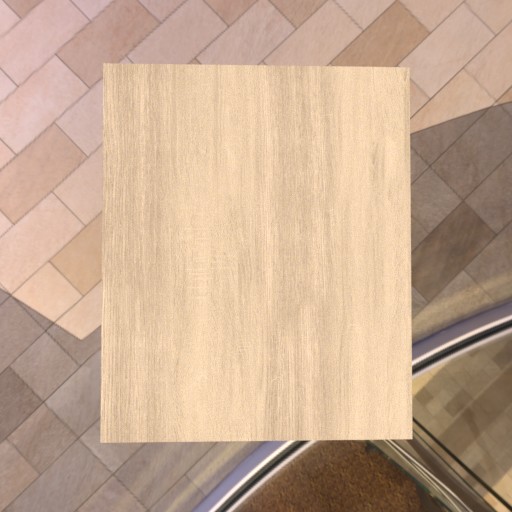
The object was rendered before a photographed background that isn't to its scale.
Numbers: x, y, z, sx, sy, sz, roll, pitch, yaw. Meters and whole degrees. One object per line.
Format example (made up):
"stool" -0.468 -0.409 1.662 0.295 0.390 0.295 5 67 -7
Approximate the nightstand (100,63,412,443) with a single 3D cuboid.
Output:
"nightstand" 0.000 0.000 0.781 0.380 0.500 0.450 0 89 -2
